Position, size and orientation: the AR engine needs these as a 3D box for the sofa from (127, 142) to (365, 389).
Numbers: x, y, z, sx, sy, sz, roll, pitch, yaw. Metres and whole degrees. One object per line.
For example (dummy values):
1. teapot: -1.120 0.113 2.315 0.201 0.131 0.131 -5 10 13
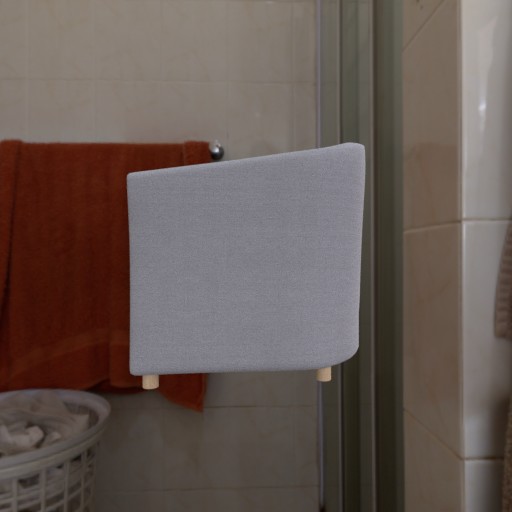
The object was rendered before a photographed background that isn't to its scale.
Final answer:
1. sofa: 0.000 0.000 1.890 0.705 0.721 1.452 0 0 0
